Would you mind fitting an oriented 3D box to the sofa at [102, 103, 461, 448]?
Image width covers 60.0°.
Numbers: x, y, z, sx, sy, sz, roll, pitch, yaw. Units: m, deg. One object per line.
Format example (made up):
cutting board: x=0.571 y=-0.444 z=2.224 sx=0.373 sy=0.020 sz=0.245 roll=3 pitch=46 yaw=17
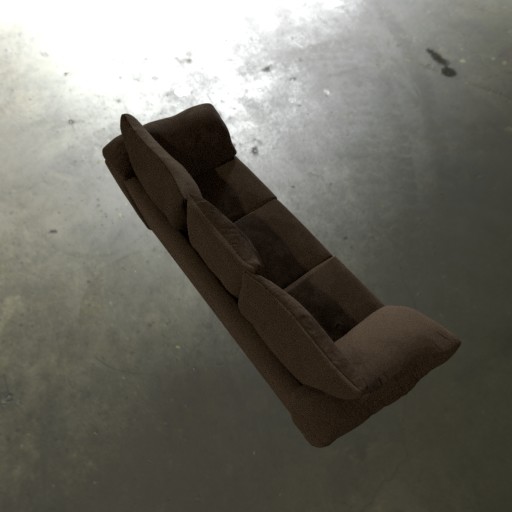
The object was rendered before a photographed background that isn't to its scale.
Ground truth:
sofa: x=0.000 y=0.000 z=2.786 sx=0.878 sy=1.015 sz=2.336 roll=-32 pitch=64 yaw=-18
